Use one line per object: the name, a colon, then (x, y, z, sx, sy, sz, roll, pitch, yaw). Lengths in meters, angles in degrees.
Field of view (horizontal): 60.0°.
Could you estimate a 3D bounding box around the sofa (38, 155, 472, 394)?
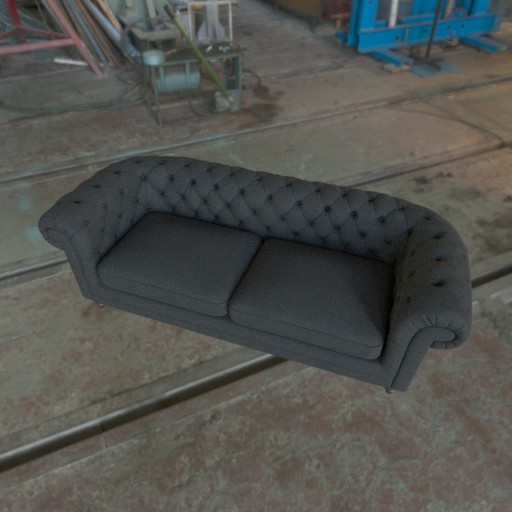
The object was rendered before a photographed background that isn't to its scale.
sofa: (0.000, 0.000, 2.749, 2.362, 0.762, 0.991, 13, 43, 15)
